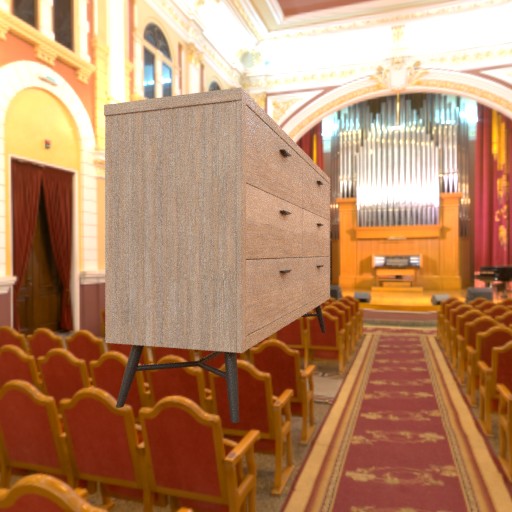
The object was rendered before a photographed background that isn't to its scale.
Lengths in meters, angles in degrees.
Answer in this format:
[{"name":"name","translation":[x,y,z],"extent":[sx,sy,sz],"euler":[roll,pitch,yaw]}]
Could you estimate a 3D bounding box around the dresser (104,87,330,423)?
[{"name":"dresser","translation":[0.000,0.000,1.982],"extent":[0.457,0.914,1.524],"euler":[0,0,18]}]
